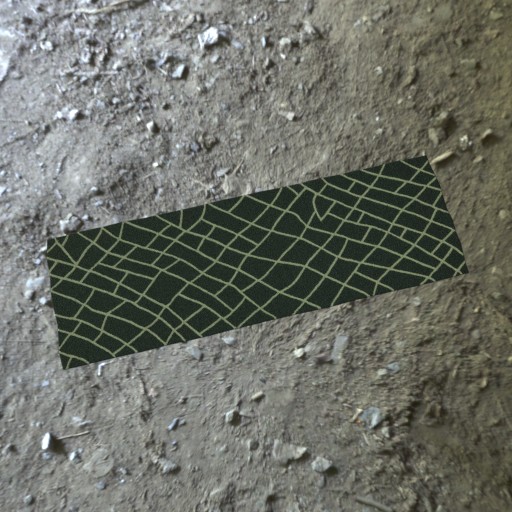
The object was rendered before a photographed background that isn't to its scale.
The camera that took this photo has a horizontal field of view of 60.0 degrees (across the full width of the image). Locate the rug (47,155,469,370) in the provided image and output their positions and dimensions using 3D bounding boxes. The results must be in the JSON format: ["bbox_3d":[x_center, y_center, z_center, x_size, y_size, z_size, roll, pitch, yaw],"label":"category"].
[{"bbox_3d":[0.000,0.000,2.688,2.476,0.010,0.807,-13,76,-3],"label":"rug"}]
